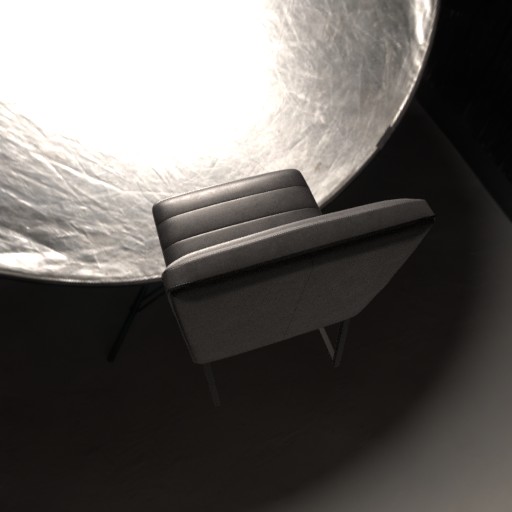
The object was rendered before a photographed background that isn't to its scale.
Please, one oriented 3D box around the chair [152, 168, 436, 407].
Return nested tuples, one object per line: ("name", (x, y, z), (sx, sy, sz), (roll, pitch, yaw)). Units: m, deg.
("chair", (0.000, 0.000, 1.300), (0.520, 0.930, 0.634), (-15, 58, -10))
